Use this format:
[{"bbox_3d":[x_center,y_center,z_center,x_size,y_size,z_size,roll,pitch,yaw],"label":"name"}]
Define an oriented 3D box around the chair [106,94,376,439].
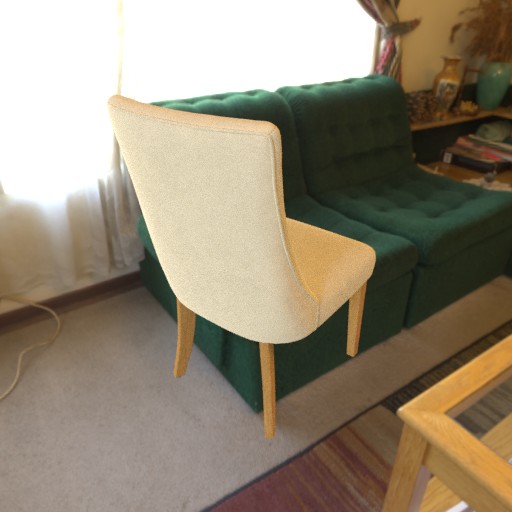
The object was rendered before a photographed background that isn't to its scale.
[{"bbox_3d":[0.000,0.000,1.270,0.495,0.902,0.610,22,36,33],"label":"chair"}]
